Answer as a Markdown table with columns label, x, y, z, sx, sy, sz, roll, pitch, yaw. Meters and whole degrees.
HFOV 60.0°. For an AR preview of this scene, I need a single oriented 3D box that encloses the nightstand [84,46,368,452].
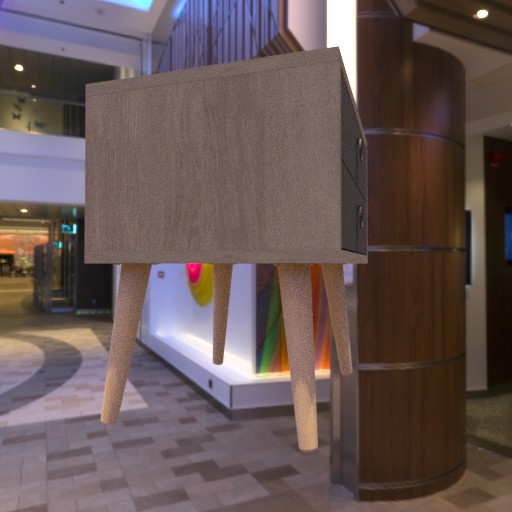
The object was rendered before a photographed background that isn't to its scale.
| label | x | y | z | sx | sy | sz | roll | pitch | yaw |
| --- | --- | --- | --- | --- | --- | --- | --- | --- | --- |
| nightstand | 0.000 | 0.000 | 0.803 | 0.380 | 0.500 | 0.450 | 0 | -1 | 18 |
